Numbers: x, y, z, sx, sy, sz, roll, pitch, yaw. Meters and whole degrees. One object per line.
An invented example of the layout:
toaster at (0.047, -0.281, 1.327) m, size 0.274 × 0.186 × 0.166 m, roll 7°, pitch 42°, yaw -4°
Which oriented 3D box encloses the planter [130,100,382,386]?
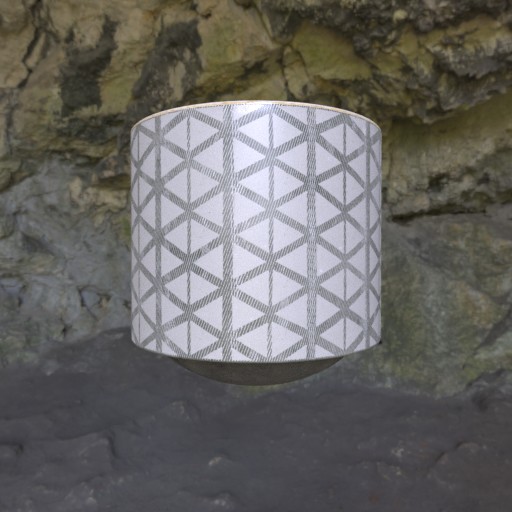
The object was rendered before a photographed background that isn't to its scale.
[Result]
planter at (0.000, 0.000, 0.350) m, size 0.190 × 0.181 × 0.190 m, roll 0°, pitch 1°, yaw 0°
